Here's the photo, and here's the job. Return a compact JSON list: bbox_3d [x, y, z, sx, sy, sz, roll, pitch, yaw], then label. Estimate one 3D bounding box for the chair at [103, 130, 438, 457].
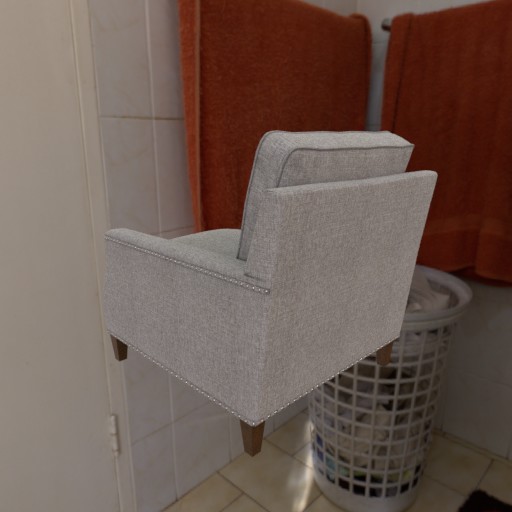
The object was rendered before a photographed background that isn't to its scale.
[{"bbox_3d":[0.000,0.000,1.740,0.853,0.943,1.014,-15,21,-43],"label":"chair"}]
